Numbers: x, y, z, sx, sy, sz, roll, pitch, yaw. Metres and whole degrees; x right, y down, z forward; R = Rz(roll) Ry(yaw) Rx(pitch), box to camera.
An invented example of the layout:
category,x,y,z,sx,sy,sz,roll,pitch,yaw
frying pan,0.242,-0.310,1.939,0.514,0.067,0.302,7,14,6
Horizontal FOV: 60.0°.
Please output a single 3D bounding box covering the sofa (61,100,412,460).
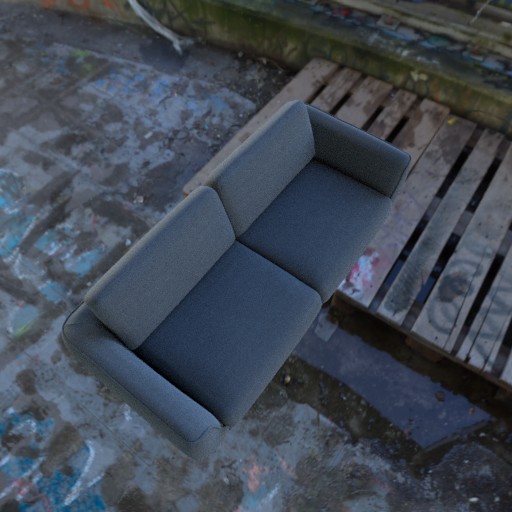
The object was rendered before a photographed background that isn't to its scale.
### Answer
category,x,y,z,sx,sy,sz,roll,pitch,yaw
sofa,0.000,0.000,2.462,0.920,0.850,2.000,32,64,18
